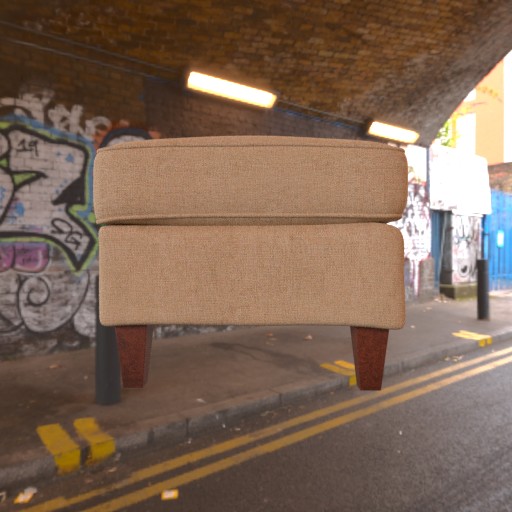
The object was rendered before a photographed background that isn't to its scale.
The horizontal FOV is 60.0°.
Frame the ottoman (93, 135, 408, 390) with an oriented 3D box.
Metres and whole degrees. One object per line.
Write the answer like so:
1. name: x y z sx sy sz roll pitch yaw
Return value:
1. ottoman: 0.000 0.000 1.208 0.583 0.484 0.862 0 1 2
